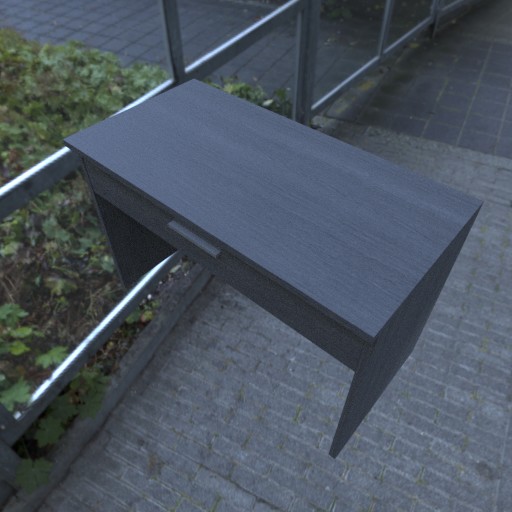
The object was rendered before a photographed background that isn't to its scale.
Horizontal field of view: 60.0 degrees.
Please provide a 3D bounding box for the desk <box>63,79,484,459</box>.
[{"bbox_3d":[0.000,0.000,1.529,1.099,0.729,0.557,32,54,27],"label":"desk"}]
